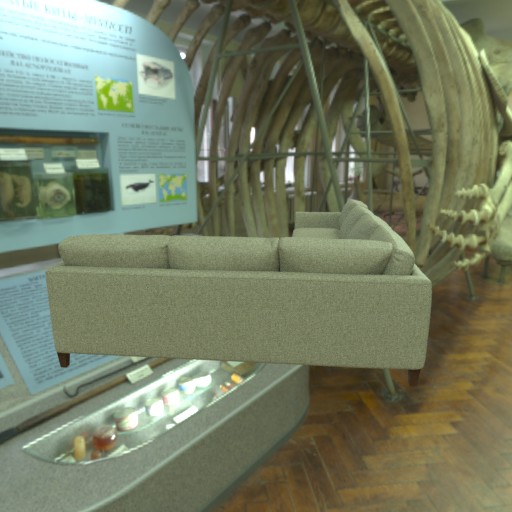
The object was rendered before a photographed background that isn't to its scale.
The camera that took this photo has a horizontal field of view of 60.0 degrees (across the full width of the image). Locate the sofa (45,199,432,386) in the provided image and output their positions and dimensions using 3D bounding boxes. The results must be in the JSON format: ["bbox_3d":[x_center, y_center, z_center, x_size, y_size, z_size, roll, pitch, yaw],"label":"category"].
[{"bbox_3d":[0.000,0.000,4.500,2.593,0.947,3.302,1,13,6],"label":"sofa"}]
